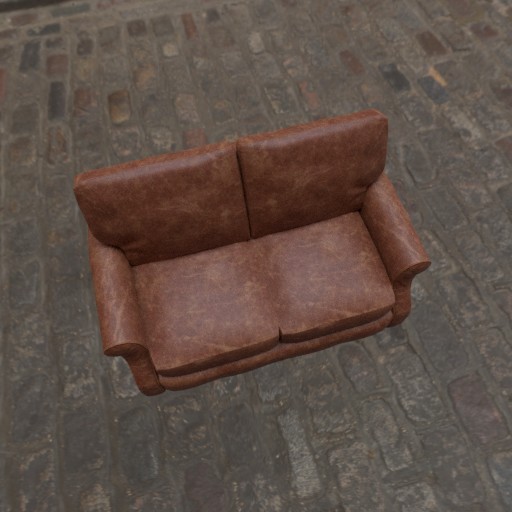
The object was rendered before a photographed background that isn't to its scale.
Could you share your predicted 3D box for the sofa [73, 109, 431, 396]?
[{"bbox_3d":[0.000,0.000,2.300,1.616,0.967,0.990,-14,63,-7],"label":"sofa"}]
